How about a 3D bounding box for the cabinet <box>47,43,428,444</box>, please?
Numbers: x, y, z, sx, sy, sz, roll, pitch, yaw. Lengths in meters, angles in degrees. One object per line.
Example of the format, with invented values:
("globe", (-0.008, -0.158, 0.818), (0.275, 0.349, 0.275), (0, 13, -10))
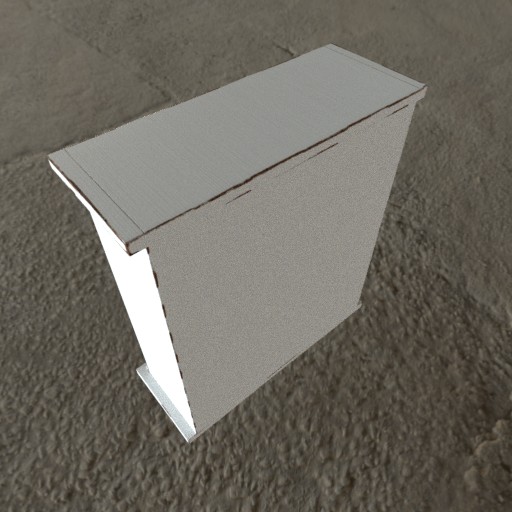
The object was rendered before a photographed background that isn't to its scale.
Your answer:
("cabinet", (0.000, 0.000, 0.867), (0.541, 0.603, 0.210), (-32, 56, -26))
